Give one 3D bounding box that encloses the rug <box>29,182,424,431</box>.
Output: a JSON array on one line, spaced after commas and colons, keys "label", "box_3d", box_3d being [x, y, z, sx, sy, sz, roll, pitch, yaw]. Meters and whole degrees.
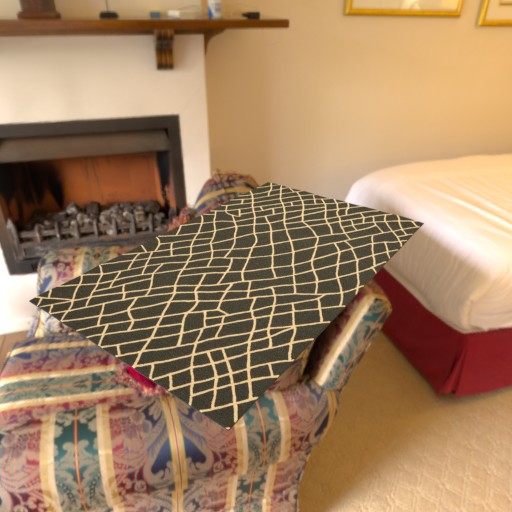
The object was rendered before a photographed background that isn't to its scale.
[{"label": "rug", "box_3d": [0.000, 0.000, 3.075, 1.529, 0.017, 2.448, 20, 36, 31]}]
